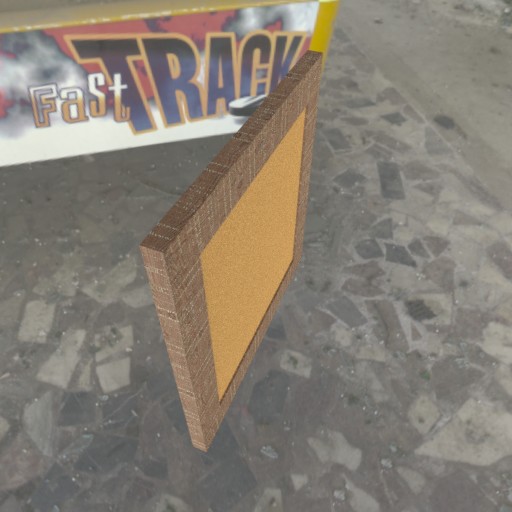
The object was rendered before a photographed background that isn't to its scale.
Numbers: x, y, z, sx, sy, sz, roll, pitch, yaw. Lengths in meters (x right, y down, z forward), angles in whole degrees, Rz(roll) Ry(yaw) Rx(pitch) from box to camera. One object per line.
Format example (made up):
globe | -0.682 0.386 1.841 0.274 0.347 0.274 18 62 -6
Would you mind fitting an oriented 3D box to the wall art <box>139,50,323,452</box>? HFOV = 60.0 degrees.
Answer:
wall art | 0.000 0.000 0.802 0.029 0.531 0.531 17 49 16
